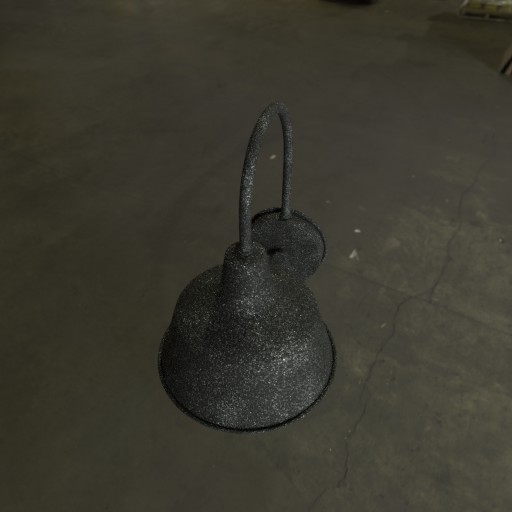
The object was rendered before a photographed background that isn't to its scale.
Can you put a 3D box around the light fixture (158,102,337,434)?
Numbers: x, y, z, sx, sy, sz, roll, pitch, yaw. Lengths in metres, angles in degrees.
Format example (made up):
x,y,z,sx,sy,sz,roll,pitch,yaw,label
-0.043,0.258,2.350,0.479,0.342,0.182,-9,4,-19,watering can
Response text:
x,y,z,sx,sy,sz,roll,pitch,yaw,label
0.000,0.000,0.485,0.216,0.300,0.283,12,42,14,light fixture
